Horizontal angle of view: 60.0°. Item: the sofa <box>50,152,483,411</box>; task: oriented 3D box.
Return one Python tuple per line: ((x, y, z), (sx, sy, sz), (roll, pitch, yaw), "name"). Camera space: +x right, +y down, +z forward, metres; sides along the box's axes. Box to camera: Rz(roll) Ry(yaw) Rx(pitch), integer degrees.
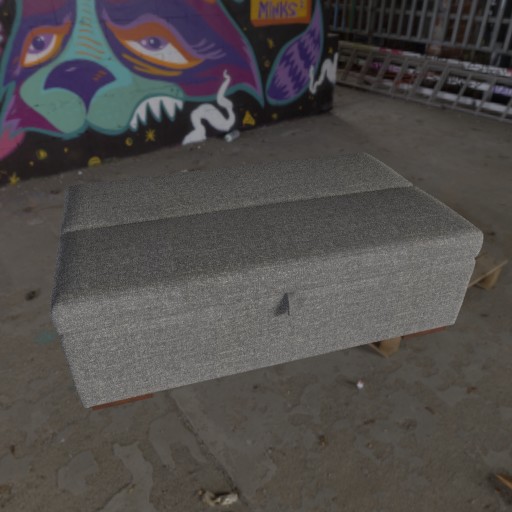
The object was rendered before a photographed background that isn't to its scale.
((0.000, 0.000, 1.544), (1.198, 0.417, 0.782), (-9, 34, -14), "sofa")
